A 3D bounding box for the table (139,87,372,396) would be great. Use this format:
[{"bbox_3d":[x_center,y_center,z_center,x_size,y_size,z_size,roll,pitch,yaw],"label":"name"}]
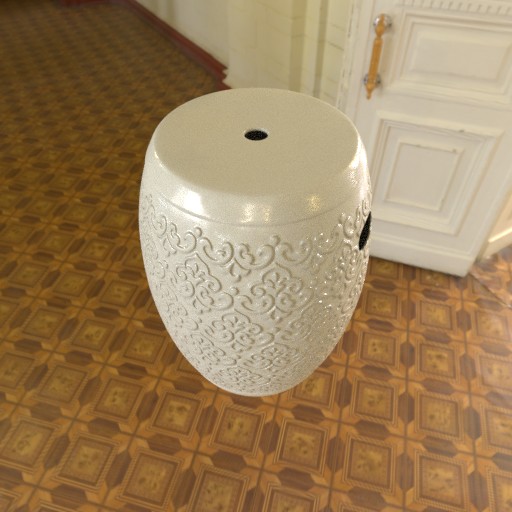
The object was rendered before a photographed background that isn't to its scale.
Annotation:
[{"bbox_3d":[0.000,0.000,0.636,0.309,0.397,0.309,0,46,0],"label":"table"}]
